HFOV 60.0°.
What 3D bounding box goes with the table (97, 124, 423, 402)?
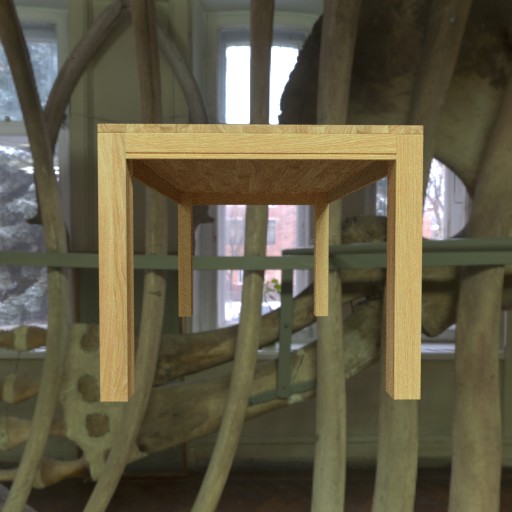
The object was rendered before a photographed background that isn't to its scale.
[{"bbox_3d":[0.000,0.000,1.984,0.900,0.770,1.500,0,2,-1],"label":"table"}]
